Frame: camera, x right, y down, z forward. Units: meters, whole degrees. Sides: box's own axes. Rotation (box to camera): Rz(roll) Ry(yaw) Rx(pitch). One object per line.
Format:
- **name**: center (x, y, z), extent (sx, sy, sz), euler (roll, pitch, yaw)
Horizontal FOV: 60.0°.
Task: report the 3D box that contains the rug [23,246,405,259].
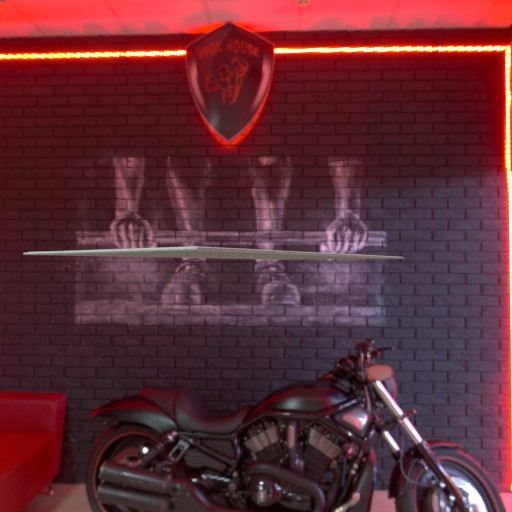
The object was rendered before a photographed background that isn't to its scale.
- **rug**: center (0.000, 0.000, 1.454), extent (0.604, 0.007, 1.219), euler (-1, -1, 35)
